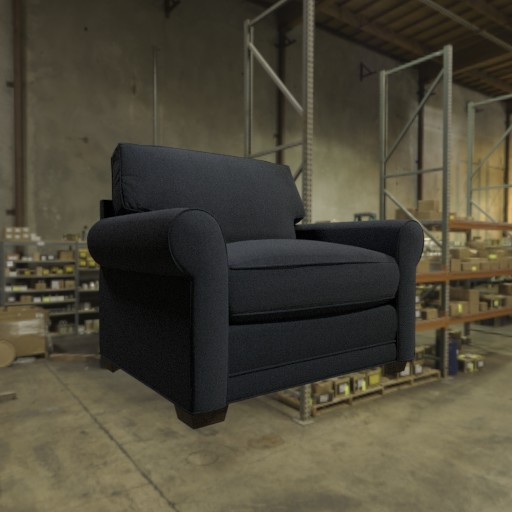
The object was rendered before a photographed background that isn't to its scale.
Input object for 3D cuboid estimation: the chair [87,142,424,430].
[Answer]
[{"bbox_3d":[0.000,0.000,2.006,1.285,1.044,0.963,-1,2,-36],"label":"chair"}]
